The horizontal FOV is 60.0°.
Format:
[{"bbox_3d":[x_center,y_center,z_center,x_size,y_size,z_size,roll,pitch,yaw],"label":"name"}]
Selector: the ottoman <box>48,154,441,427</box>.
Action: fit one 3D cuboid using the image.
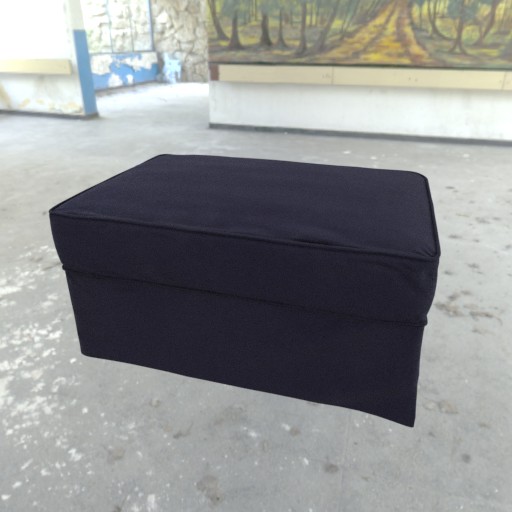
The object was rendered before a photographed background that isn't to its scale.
[{"bbox_3d":[0.000,0.000,1.303,0.938,0.503,0.637,7,27,15],"label":"ottoman"}]
